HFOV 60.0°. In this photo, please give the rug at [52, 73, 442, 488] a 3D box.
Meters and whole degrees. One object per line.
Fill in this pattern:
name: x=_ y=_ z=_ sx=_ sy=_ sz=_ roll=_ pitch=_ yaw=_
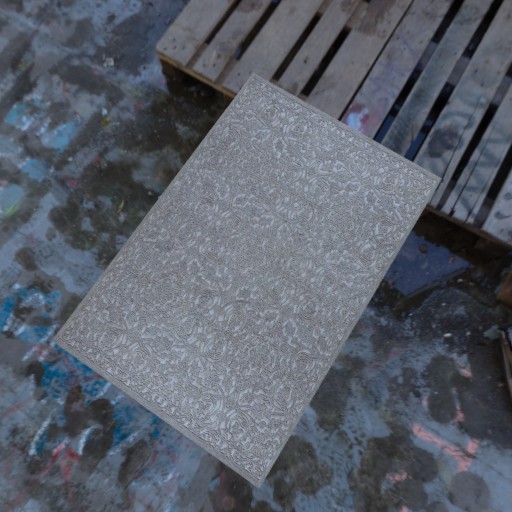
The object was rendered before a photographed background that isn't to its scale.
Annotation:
rug: x=0.000 y=0.000 z=2.303 sx=1.221 sy=0.006 sz=1.827 roll=32 pitch=78 yaw=8
